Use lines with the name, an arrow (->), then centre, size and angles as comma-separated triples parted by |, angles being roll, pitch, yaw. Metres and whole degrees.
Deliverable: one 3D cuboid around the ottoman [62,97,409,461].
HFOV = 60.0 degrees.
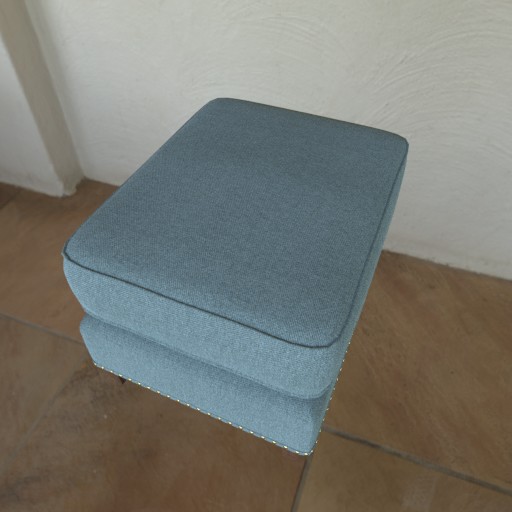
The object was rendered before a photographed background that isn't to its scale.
ottoman -> 0.000, 0.000, 1.140 | 0.589, 0.537, 0.738 | 18, 49, 16
